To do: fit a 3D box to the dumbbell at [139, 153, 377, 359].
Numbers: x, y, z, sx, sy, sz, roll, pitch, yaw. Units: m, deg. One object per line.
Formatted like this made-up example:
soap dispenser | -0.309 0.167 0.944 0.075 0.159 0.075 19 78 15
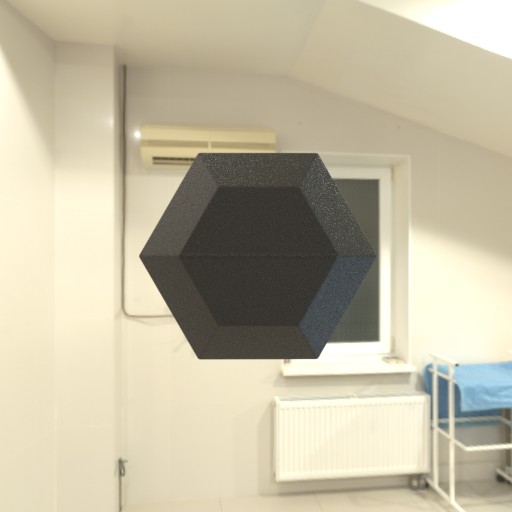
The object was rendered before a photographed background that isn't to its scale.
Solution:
dumbbell | 0.000 0.000 0.376 0.129 0.113 0.315 0 0 0
